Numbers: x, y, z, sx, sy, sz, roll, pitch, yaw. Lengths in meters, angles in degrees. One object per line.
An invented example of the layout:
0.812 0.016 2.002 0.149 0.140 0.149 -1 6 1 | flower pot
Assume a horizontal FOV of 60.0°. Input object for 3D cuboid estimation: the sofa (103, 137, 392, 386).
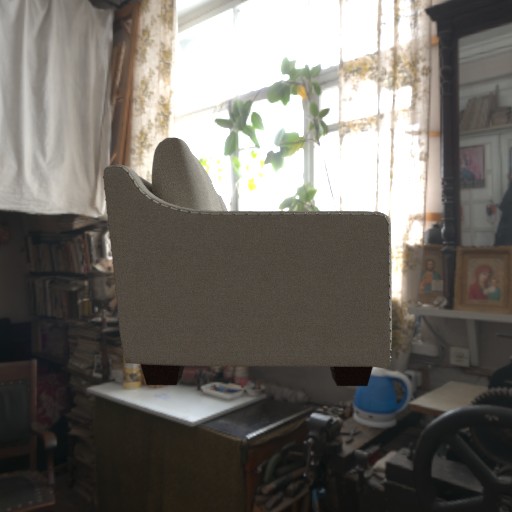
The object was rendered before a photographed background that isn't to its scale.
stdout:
0.000 0.000 2.675 1.104 0.983 2.107 0 0 1 | sofa
